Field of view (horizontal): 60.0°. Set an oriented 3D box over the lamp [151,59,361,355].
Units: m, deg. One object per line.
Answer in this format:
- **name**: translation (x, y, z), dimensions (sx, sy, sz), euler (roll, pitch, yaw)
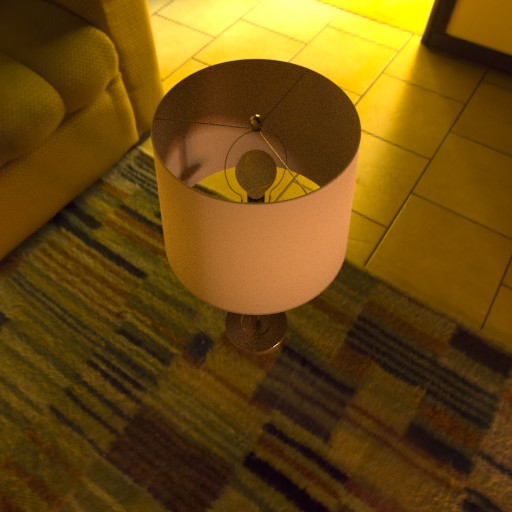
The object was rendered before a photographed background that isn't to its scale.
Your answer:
- **lamp**: translation (0.000, 0.000, 0.882), dimensions (0.333, 0.696, 0.333), euler (0, 58, 0)
